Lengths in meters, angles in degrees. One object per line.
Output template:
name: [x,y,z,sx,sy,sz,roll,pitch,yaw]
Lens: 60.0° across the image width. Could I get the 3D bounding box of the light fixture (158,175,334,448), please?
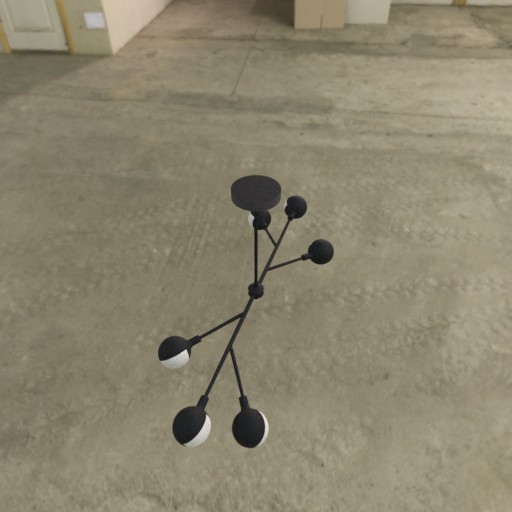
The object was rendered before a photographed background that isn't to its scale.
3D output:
light fixture: [0.000,0.000,1.005,0.434,0.362,0.778,25,47,25]
